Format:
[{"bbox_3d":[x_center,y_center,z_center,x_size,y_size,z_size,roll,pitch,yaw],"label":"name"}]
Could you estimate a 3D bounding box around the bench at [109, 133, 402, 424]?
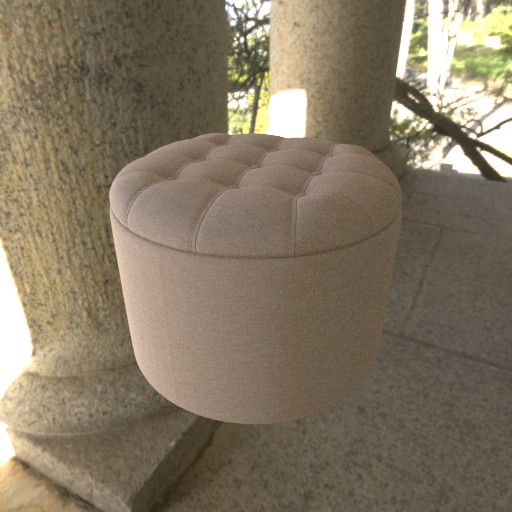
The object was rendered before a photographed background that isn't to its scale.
[{"bbox_3d":[0.000,0.000,1.014,0.600,0.454,0.600,0,29,0],"label":"bench"}]
